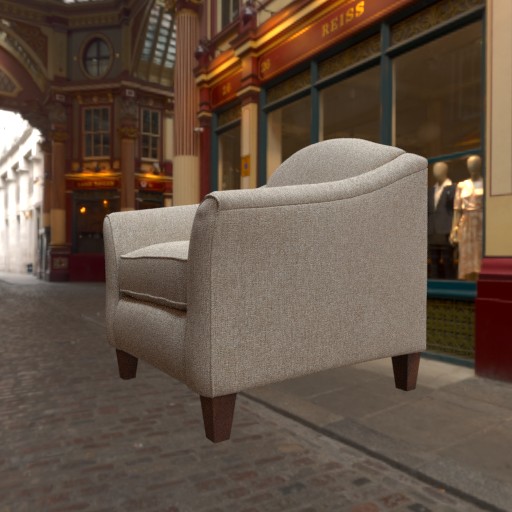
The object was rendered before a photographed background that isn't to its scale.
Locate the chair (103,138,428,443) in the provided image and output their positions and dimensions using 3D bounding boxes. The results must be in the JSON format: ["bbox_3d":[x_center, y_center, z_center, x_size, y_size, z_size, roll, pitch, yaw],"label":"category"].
[{"bbox_3d":[0.000,0.000,1.446,0.787,0.839,0.763,-1,1,-36],"label":"chair"}]
